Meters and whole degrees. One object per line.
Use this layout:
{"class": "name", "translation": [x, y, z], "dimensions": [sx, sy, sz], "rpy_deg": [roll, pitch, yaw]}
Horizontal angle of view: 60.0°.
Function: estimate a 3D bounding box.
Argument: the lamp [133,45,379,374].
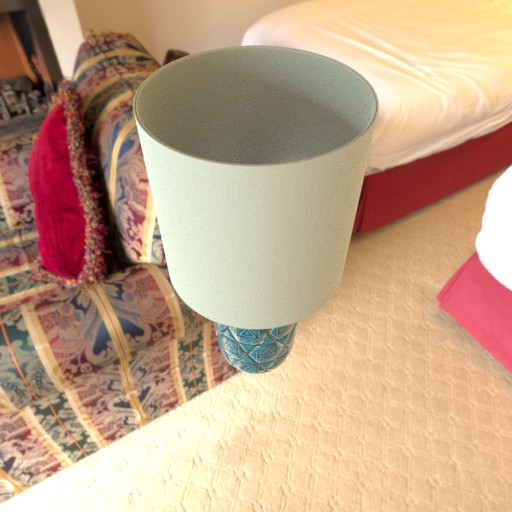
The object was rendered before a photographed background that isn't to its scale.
{"class": "lamp", "translation": [0.000, 0.000, 0.491], "dimensions": [0.193, 0.377, 0.193], "rpy_deg": [17, 49, 15]}
